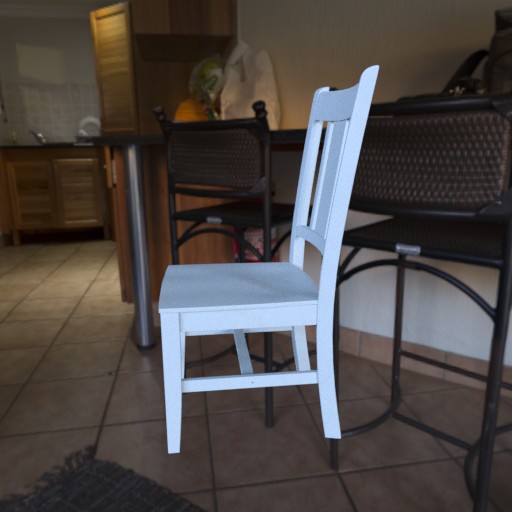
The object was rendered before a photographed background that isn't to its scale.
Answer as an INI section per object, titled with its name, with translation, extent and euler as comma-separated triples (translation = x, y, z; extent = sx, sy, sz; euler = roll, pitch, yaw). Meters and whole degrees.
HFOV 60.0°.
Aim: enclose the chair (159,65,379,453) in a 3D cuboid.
[chair]
translation = 0.000, 0.000, 1.319
extent = 0.555, 0.998, 0.450
euler = -2, 15, -7
